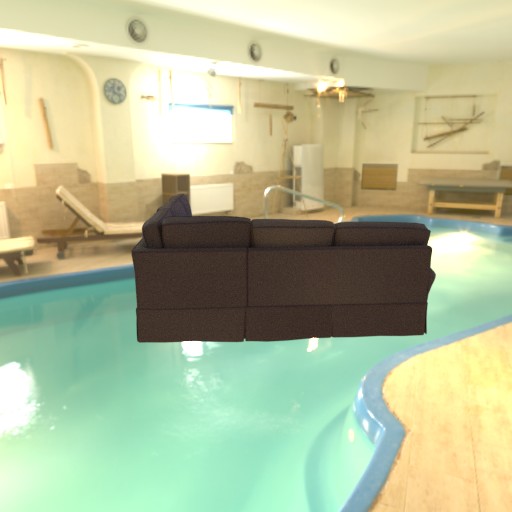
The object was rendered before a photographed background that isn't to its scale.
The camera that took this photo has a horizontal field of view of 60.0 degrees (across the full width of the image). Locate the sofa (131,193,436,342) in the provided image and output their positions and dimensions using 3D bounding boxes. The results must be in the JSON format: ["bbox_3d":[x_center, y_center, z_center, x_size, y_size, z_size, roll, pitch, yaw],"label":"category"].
[{"bbox_3d":[0.000,0.000,4.989,3.773,1.169,2.874,8,16,27],"label":"sofa"}]
